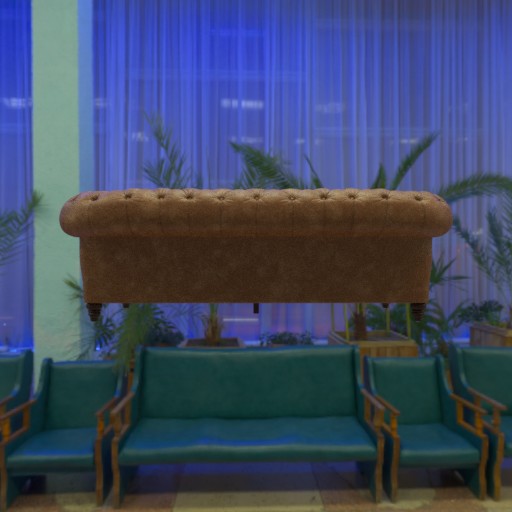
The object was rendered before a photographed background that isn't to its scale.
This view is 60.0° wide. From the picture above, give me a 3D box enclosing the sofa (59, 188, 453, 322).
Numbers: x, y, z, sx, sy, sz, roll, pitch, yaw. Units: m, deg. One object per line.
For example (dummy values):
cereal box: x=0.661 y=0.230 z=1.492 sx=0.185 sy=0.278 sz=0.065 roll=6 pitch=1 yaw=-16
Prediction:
sofa: x=0.000 y=0.000 z=2.779 sx=2.365 sy=0.760 sz=0.989 roll=0 pitch=0 yaw=0
